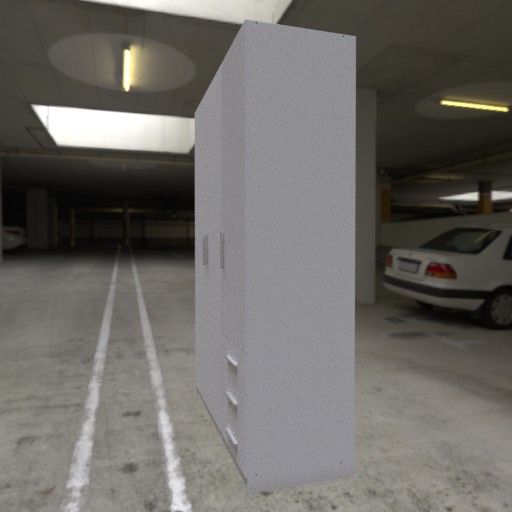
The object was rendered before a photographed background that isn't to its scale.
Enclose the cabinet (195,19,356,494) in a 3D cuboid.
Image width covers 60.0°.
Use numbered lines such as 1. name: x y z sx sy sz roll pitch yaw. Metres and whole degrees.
1. cabinet: 0.000 0.000 2.469 0.510 1.910 1.290 0 1 -17
